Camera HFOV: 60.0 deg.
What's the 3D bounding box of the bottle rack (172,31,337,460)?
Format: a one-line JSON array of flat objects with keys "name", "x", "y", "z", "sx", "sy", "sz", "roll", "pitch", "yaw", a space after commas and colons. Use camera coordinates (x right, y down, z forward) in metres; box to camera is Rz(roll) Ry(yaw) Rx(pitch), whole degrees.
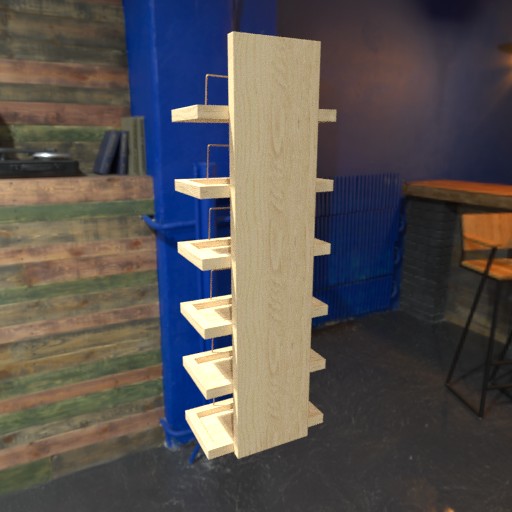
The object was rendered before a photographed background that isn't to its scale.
[{"name": "bottle rack", "x": 0.000, "y": 0.000, "z": 1.084, "sx": 0.330, "sy": 0.943, "sz": 0.206, "roll": -7, "pitch": 16, "yaw": -25}]
